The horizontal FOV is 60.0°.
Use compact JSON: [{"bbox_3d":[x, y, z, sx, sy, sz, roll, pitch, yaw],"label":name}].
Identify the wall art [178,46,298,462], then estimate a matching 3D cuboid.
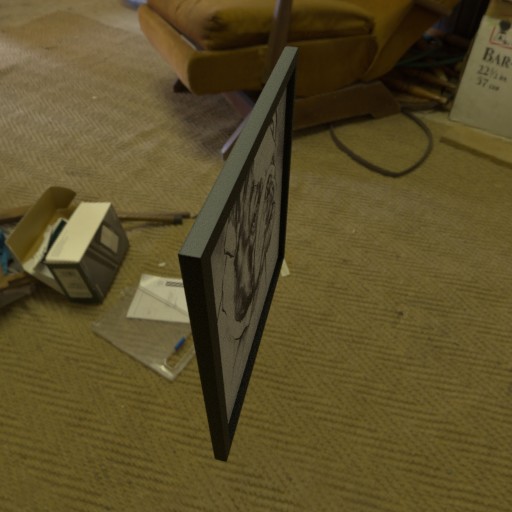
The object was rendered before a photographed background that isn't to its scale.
[{"bbox_3d":[0.000,0.000,0.677,0.022,0.453,0.456,10,47,10],"label":"wall art"}]
